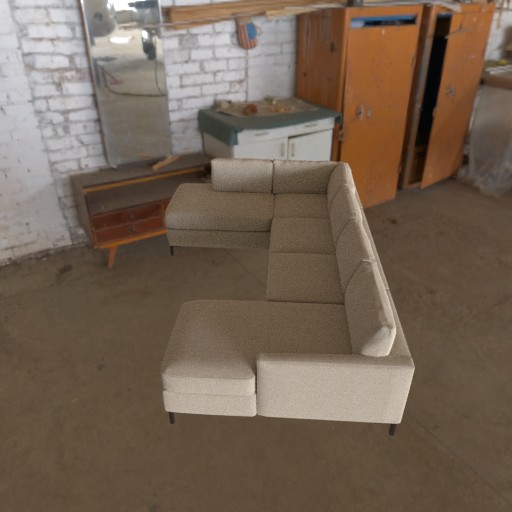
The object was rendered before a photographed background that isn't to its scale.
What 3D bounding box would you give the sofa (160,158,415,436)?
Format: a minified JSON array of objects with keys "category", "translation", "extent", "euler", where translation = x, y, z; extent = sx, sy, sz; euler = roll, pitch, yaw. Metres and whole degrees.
[{"category":"sofa","translation":[0.000,0.000,3.879],"extent":[1.989,0.862,2.984],"euler":[2,31,3]}]
